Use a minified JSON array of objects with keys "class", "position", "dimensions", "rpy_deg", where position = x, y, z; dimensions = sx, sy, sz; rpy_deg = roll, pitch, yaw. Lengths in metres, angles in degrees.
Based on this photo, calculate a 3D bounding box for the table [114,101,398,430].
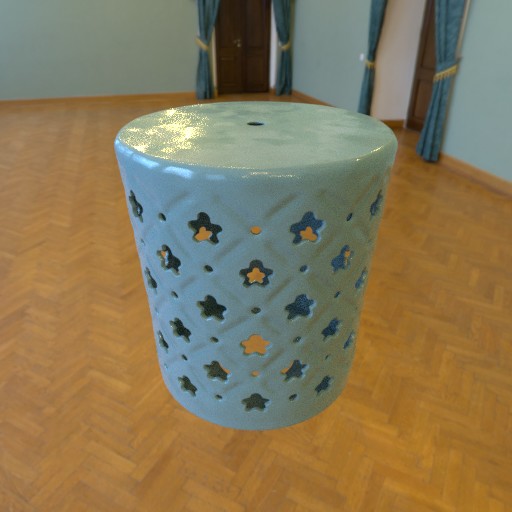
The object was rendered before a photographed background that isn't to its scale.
[{"class":"table","position":[0.000,0.000,0.658],"dimensions":[0.352,0.387,0.352],"rpy_deg":[0,29,0]}]
